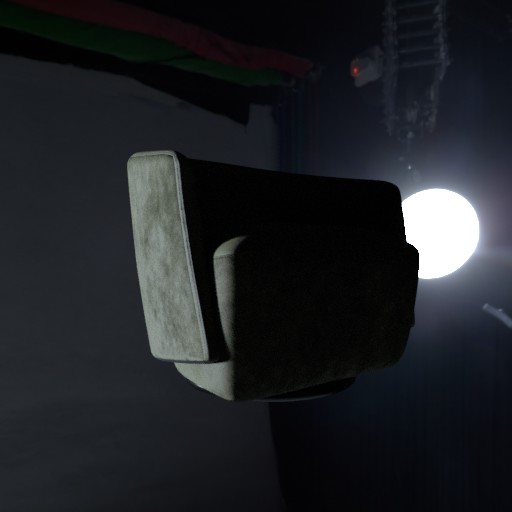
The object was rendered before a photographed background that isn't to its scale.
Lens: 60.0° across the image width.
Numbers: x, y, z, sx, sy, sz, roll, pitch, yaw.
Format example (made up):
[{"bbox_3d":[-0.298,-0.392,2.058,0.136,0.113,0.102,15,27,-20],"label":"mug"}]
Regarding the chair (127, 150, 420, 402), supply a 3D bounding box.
[{"bbox_3d":[0.000,0.000,1.364,0.773,0.698,0.767,0,1,-36],"label":"chair"}]
